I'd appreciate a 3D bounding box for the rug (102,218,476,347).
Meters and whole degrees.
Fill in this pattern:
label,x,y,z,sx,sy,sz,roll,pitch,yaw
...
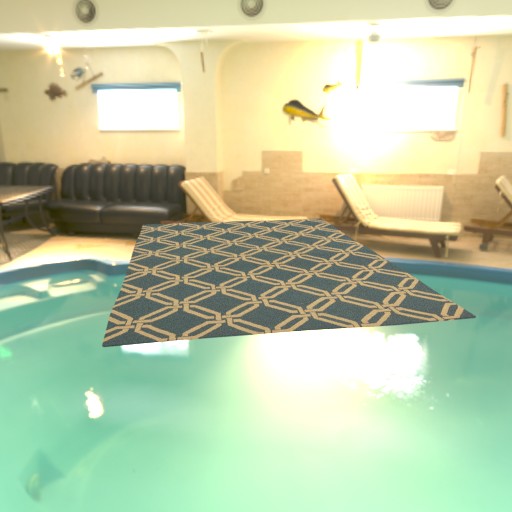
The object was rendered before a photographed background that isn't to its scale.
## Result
label,x,y,z,sx,sy,sz,roll,pitch,yaw
rug,0.000,0.000,2.732,1.524,0.013,2.135,-3,16,-9
